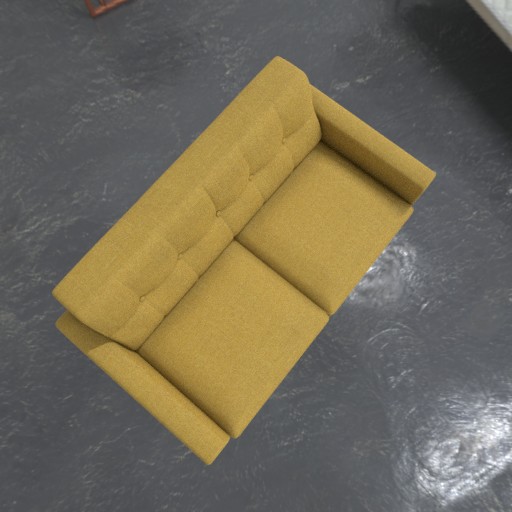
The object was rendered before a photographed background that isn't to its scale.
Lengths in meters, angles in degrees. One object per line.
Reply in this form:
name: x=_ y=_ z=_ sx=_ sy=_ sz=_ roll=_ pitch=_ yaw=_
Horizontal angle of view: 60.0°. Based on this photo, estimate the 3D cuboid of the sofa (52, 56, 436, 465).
sofa: x=0.000 y=0.000 z=2.112 sx=0.909 sy=0.841 sz=1.631 roll=39 pitch=78 yaw=9
